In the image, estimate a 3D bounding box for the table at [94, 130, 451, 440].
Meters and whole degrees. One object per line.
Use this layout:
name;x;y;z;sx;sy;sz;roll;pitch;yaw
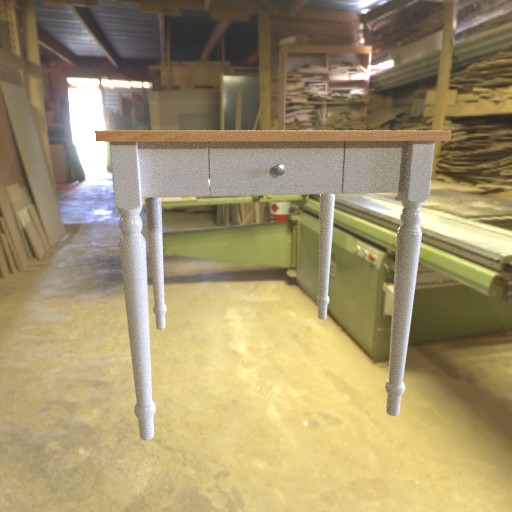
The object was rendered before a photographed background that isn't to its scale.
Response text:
table;0.000;0.000;1.364;0.747;0.738;0.747;-2;16;-8
